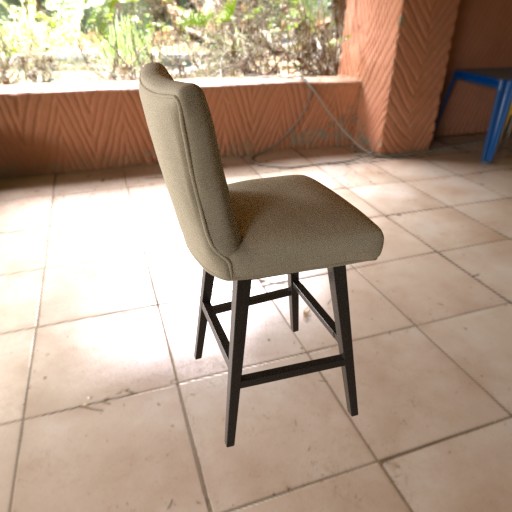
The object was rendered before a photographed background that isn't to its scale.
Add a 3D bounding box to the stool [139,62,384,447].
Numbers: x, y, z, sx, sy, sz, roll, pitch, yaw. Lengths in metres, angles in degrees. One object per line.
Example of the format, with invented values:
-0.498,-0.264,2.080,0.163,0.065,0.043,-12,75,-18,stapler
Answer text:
0.000,0.000,1.381,0.574,1.086,0.514,-10,30,-17,stool
